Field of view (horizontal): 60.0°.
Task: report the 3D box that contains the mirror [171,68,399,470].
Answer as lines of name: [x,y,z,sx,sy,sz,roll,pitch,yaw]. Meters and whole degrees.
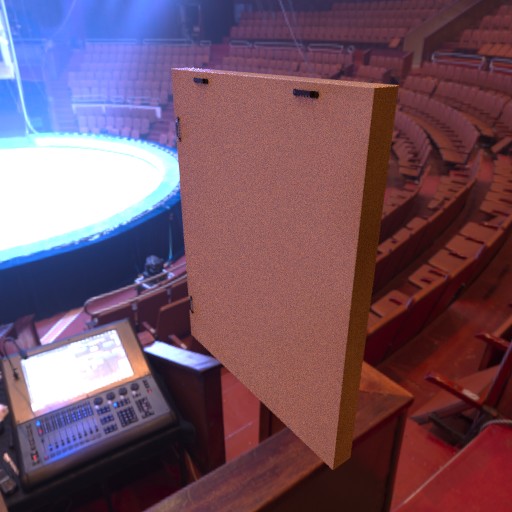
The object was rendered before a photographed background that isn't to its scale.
mirror: [0.000,0.000,0.671,0.041,0.509,0.406,-18,31,-33]
